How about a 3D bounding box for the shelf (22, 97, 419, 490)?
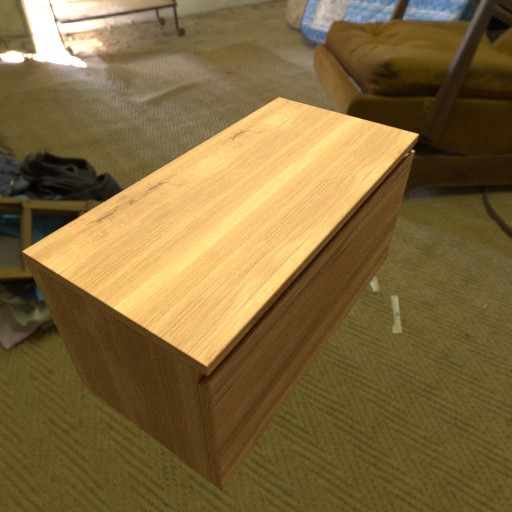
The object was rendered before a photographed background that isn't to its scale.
[{"bbox_3d":[0.000,0.000,1.033,0.400,0.400,0.800,25,47,25],"label":"shelf"}]
